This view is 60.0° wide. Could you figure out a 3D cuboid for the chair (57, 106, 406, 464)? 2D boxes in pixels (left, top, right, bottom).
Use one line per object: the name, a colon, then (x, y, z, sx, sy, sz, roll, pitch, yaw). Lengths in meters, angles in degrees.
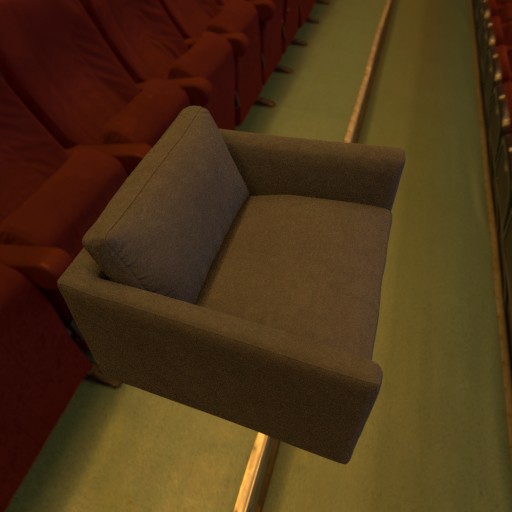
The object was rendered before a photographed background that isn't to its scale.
chair: (0.000, 0.000, 1.851, 1.091, 0.845, 1.190, 12, 48, 11)
